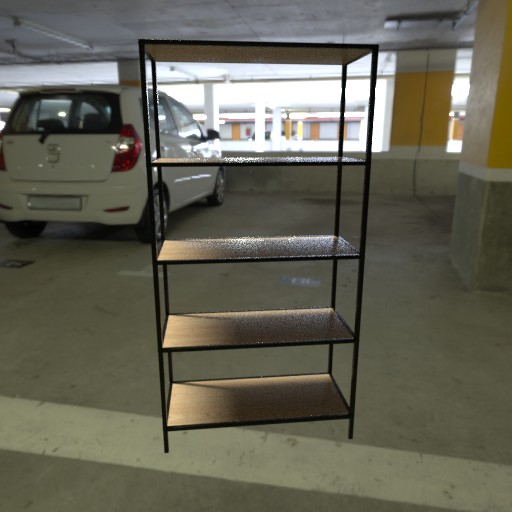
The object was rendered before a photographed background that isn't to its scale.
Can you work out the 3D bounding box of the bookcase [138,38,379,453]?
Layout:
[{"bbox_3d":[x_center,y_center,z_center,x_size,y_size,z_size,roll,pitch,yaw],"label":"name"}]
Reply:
[{"bbox_3d":[0.000,0.000,1.766,0.770,1.500,0.350,-2,15,-6],"label":"bookcase"}]
